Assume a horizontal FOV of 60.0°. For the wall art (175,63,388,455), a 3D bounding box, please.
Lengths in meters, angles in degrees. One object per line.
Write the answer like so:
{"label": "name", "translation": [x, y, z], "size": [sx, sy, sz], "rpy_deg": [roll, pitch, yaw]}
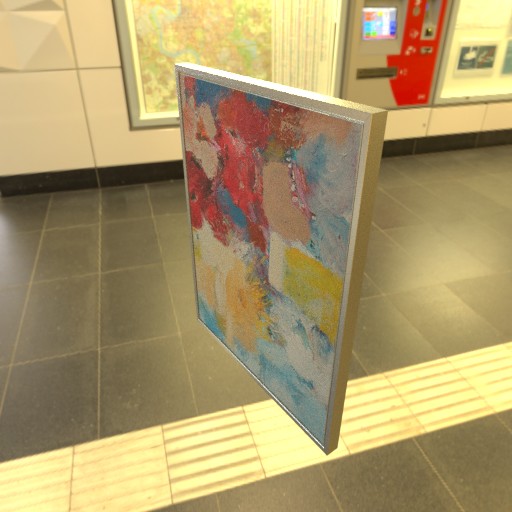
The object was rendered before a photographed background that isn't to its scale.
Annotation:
{"label": "wall art", "translation": [0.000, 0.000, 0.767], "size": [0.025, 0.569, 0.444], "rpy_deg": [-21, 37, -30]}
